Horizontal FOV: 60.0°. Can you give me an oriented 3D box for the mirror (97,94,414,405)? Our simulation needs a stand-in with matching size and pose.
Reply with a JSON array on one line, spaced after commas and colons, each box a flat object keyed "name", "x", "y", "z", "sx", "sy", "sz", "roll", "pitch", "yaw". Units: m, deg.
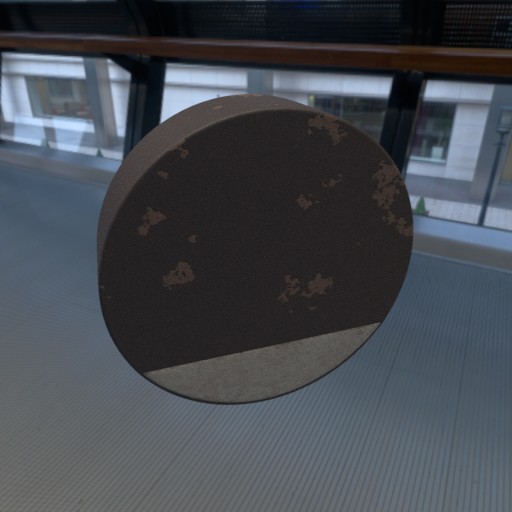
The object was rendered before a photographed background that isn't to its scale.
[{"name": "mirror", "x": 0.000, "y": 0.000, "z": 0.572, "sx": 0.386, "sy": 0.386, "sz": 0.126, "roll": -9, "pitch": 28, "yaw": -16}]
